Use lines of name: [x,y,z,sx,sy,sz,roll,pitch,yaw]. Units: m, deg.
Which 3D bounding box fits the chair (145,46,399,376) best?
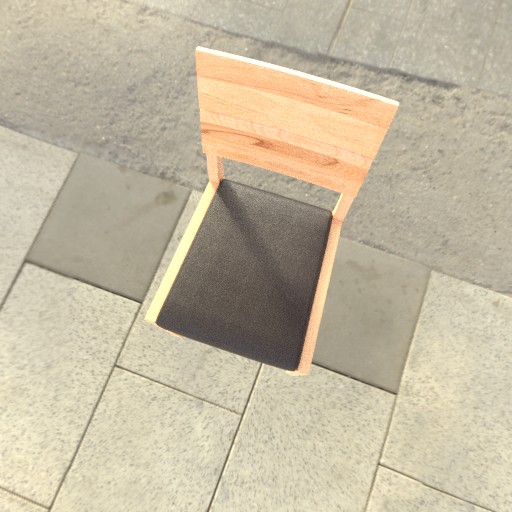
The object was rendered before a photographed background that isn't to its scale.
chair: [0.000,0.000,1.280,0.475,0.950,0.560,18,75,5]
